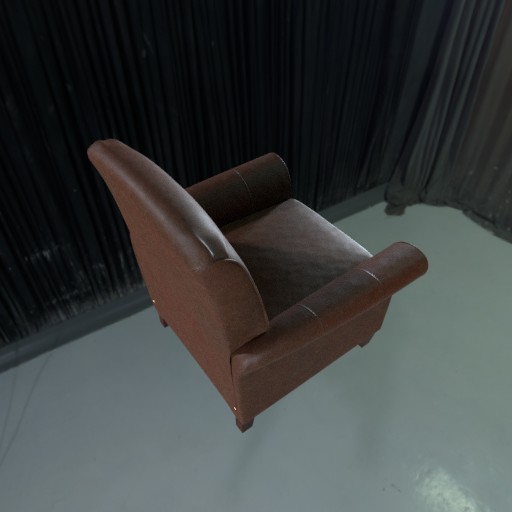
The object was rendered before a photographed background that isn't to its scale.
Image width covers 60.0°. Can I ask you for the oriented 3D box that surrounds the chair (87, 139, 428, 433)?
[{"bbox_3d":[0.000,0.000,1.785,0.902,1.061,0.978,-27,49,-26],"label":"chair"}]
